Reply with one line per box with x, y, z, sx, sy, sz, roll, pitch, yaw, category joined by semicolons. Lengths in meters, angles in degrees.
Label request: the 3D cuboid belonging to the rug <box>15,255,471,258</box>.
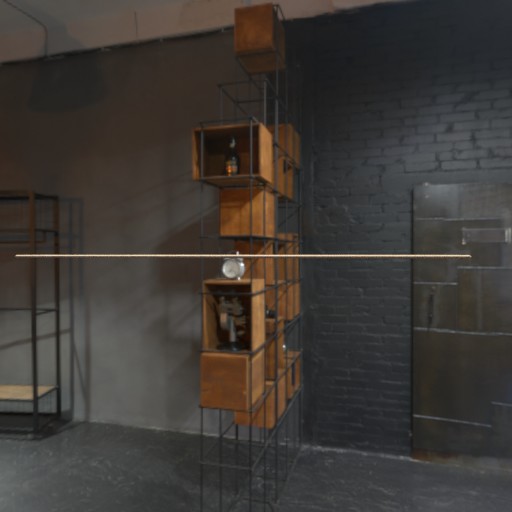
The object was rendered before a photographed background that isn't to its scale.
0.000;0.000;2.801;2.294;0.014;1.528;0;0;18;rug
